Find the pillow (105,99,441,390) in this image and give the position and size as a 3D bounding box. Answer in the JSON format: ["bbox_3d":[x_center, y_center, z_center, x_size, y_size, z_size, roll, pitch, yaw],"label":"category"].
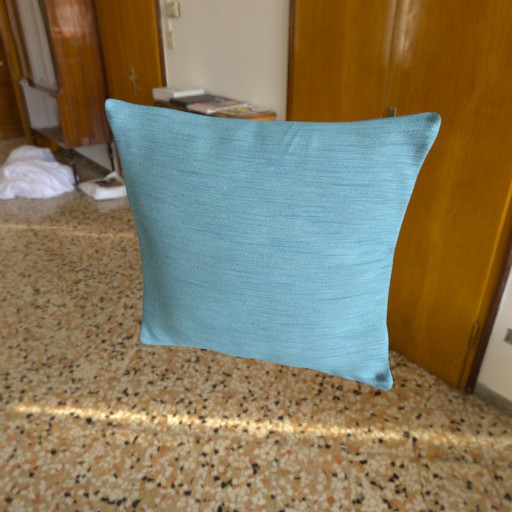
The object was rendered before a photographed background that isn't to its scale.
[{"bbox_3d":[0.000,0.000,0.637,0.433,0.415,0.151,8,28,14],"label":"pillow"}]
